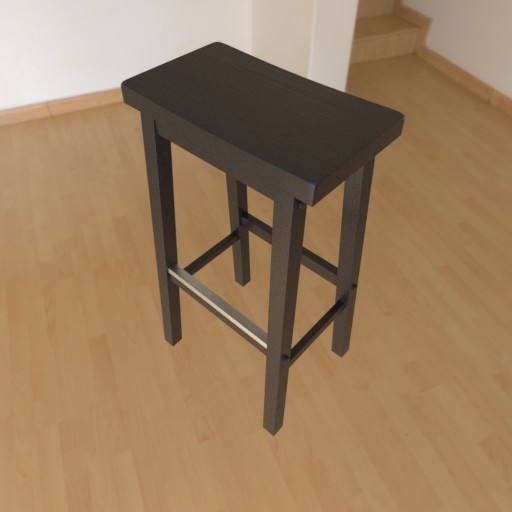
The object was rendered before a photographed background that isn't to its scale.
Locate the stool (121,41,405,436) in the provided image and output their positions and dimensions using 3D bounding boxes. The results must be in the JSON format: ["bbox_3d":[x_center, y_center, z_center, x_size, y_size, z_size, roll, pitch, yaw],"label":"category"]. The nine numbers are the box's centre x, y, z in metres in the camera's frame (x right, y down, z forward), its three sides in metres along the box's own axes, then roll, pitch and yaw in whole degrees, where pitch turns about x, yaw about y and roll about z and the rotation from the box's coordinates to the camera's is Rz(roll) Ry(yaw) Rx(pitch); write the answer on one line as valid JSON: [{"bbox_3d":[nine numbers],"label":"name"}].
[{"bbox_3d":[0.000,0.000,0.974,0.406,0.742,0.322,34,56,27],"label":"stool"}]
